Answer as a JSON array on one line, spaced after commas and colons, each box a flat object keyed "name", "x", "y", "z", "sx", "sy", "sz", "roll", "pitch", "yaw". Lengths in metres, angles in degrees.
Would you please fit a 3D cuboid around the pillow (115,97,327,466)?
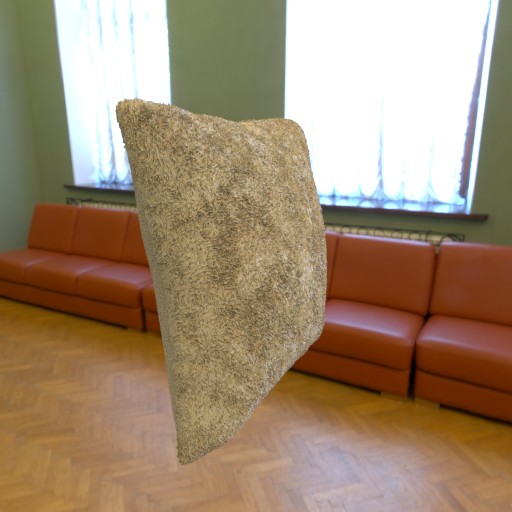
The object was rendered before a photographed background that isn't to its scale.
[{"name": "pillow", "x": 0.000, "y": 0.000, "z": 0.809, "sx": 0.218, "sy": 0.515, "sz": 0.529, "roll": 7, "pitch": 16, "yaw": 26}]
